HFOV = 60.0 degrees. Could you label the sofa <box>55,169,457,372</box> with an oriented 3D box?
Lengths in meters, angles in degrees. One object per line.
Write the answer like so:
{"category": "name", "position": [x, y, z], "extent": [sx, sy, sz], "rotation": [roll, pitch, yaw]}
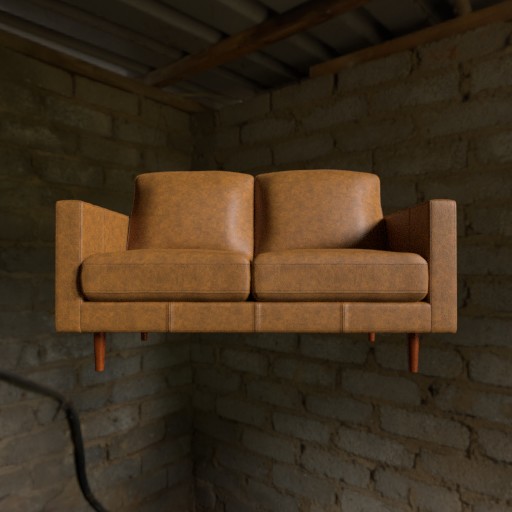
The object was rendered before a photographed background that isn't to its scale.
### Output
{"category": "sofa", "position": [0.000, 0.000, 2.147], "extent": [1.578, 0.951, 0.909], "rotation": [0, -1, 1]}
